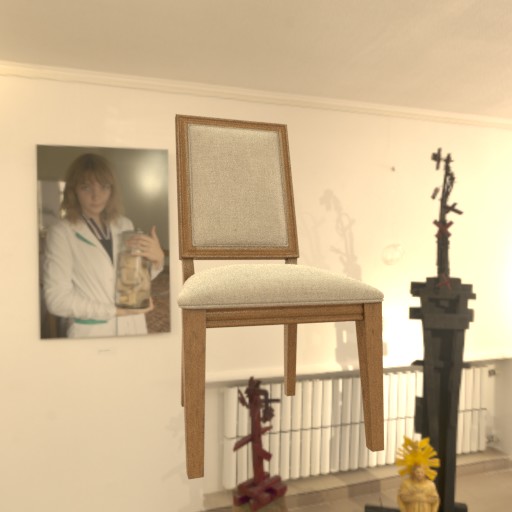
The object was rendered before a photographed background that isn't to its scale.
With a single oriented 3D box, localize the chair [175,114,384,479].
[{"bbox_3d":[0.000,0.000,1.340,0.536,0.988,0.601,0,0,-17],"label":"chair"}]
